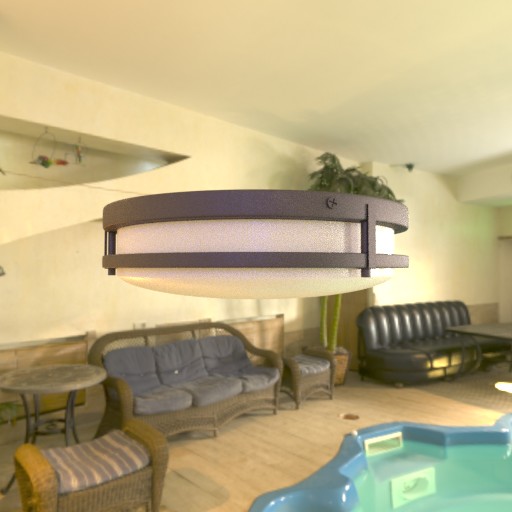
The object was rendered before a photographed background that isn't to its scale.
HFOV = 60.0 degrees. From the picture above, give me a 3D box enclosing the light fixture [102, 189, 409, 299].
[{"bbox_3d":[0.000,0.000,0.542,0.356,0.102,0.356,0,-2,0],"label":"light fixture"}]
